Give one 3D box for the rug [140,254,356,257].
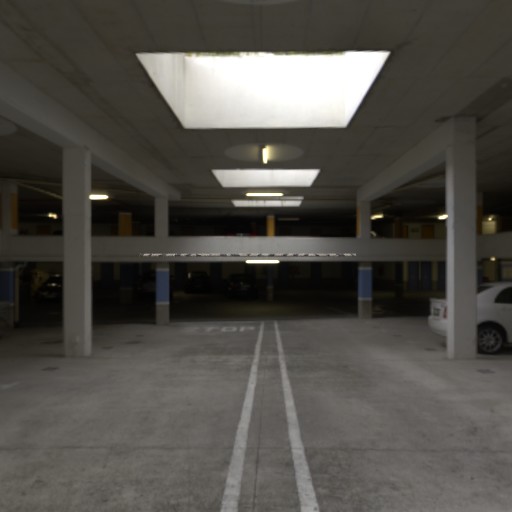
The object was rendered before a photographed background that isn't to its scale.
[{"bbox_3d":[0.000,0.000,2.505,0.676,0.008,2.277,0,0,1],"label":"rug"}]
